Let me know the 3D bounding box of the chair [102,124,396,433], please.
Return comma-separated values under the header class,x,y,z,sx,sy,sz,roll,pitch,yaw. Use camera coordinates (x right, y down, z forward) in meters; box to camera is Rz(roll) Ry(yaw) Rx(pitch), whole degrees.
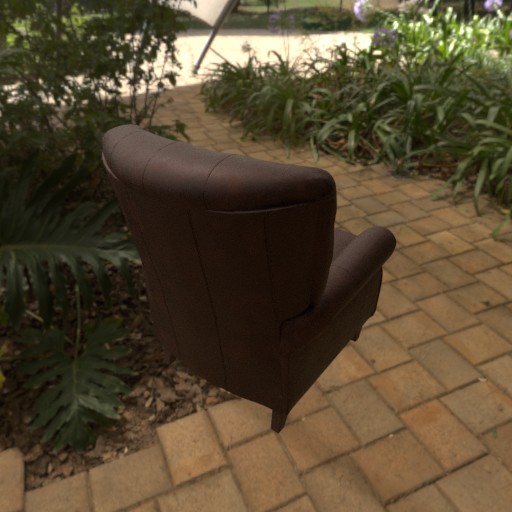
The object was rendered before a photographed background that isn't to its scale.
class,x,y,z,sx,sy,sz,roll,pitch,yaw
chair,0.000,0.000,1.902,0.948,1.158,1.058,21,37,31
